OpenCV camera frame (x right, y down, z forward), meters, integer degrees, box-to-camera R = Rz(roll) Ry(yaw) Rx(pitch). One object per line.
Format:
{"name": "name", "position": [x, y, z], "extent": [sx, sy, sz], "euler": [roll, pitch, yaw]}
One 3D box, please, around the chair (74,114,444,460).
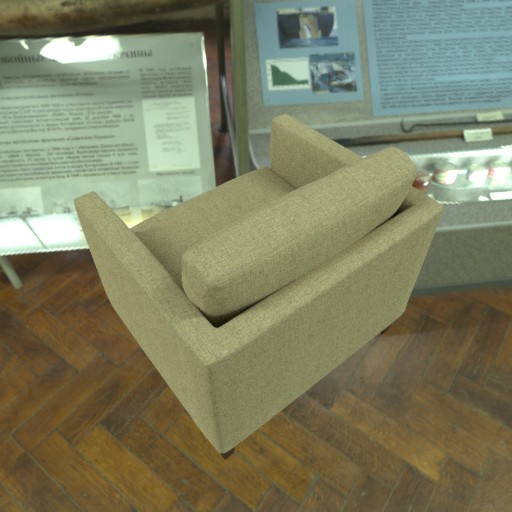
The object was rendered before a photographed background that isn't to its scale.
{"name": "chair", "position": [0.000, 0.000, 1.875], "extent": [1.107, 0.987, 0.959], "euler": [-30, 53, -26]}
